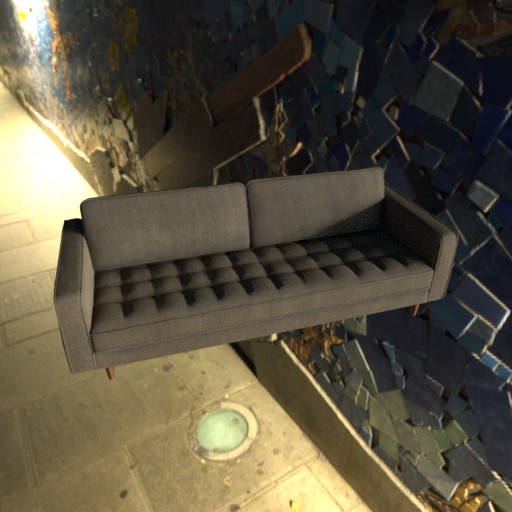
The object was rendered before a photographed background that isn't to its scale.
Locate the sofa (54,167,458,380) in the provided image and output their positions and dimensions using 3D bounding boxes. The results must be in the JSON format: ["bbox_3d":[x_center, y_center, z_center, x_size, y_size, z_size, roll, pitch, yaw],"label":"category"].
[{"bbox_3d":[0.000,0.000,2.773,2.295,0.813,0.923,-9,32,-15],"label":"sofa"}]
